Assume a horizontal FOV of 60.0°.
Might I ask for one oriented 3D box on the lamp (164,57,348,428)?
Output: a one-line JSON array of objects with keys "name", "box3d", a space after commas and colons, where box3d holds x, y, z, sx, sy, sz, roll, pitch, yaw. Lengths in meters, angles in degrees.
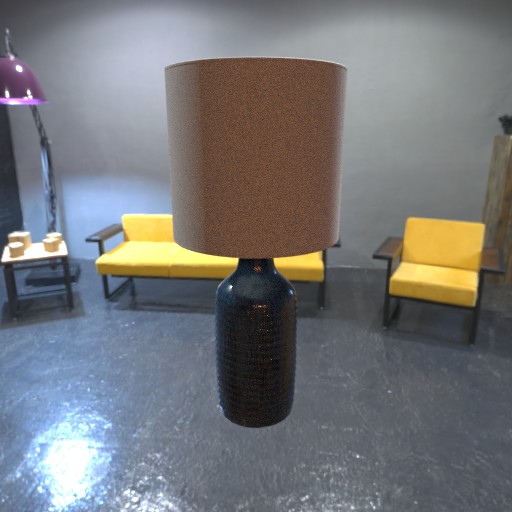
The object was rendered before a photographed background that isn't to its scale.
[{"name": "lamp", "box3d": [0.000, 0.000, 0.611, 0.220, 0.475, 0.220, 3, 16, 9]}]
